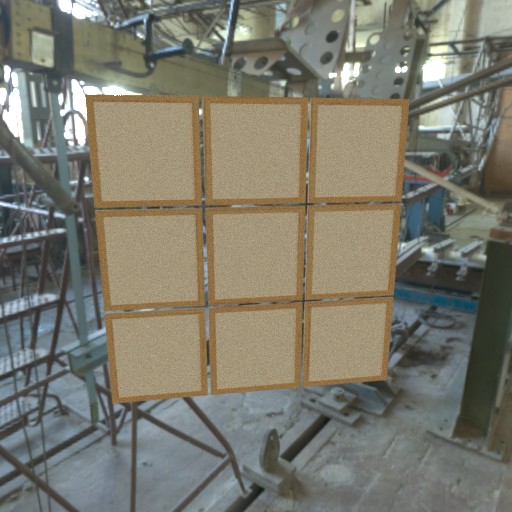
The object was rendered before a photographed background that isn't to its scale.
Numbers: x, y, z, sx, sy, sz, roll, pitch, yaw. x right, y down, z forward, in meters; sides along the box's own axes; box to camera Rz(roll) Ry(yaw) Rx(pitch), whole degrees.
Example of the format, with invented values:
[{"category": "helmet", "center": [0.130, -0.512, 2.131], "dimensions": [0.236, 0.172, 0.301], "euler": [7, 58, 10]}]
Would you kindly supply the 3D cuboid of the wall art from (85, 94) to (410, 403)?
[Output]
[{"category": "wall art", "center": [0.000, 0.000, 2.243], "dimensions": [1.517, 1.523, 0.013], "euler": [-2, 14, -9]}]
